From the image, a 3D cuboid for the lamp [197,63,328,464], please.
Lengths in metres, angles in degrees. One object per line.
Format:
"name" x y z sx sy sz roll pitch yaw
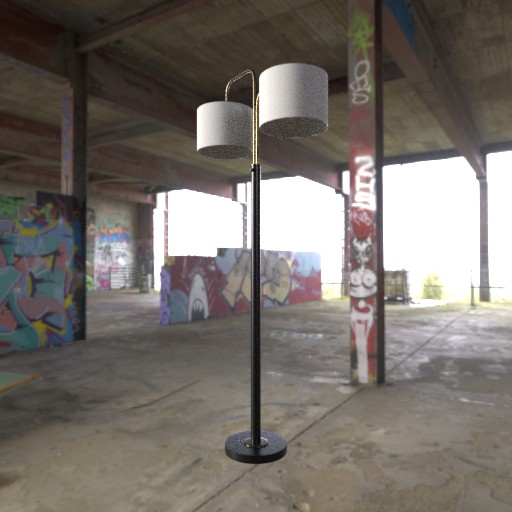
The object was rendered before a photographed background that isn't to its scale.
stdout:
"lamp" 0.000 0.000 1.823 0.254 1.587 0.711 1 -1 -37
